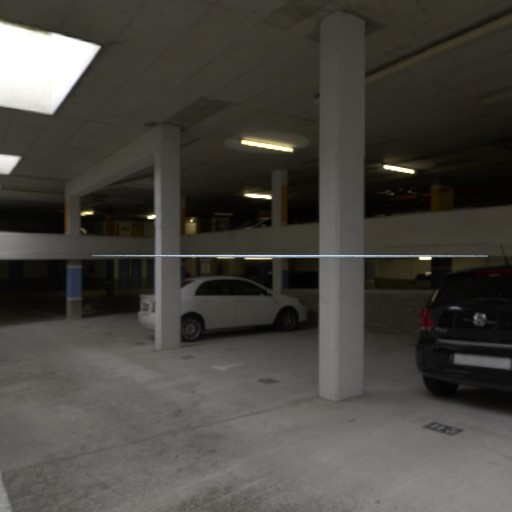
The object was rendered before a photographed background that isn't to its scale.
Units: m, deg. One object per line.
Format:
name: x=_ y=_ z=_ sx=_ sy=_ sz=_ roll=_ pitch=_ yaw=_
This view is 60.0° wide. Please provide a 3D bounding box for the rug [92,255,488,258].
rug: x=0.000 y=0.000 z=2.948 sx=1.522 sy=0.006 sz=2.286 roll=0 pitch=0 yaw=-35
